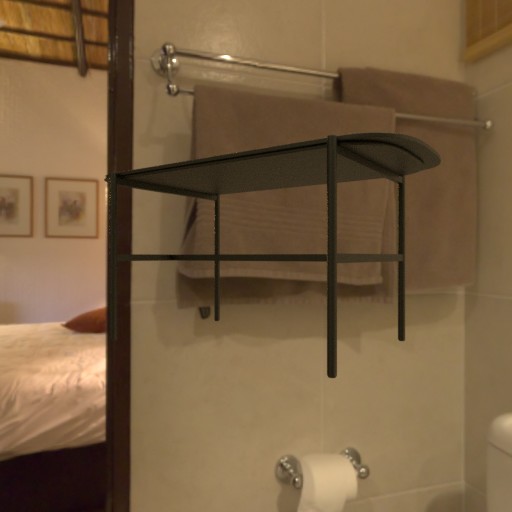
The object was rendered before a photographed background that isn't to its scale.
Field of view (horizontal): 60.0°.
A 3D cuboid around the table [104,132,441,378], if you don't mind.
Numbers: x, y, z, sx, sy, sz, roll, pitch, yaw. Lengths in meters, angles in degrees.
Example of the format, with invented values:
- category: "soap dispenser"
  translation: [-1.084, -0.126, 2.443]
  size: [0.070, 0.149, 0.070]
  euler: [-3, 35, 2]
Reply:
- category: "table"
  translation: [0.000, 0.000, 1.051]
  size: [0.800, 0.400, 0.400]
  euler: [0, 0, 35]
